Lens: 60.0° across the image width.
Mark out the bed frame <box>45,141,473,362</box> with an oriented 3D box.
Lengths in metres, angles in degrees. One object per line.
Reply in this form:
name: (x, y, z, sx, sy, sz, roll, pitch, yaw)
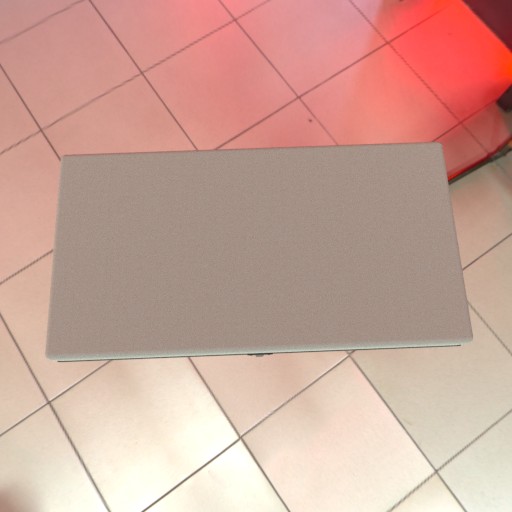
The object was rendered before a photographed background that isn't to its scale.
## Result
bed frame: (0.000, 0.000, 3.165, 2.635, 0.680, 1.393, -2, 75, -1)
